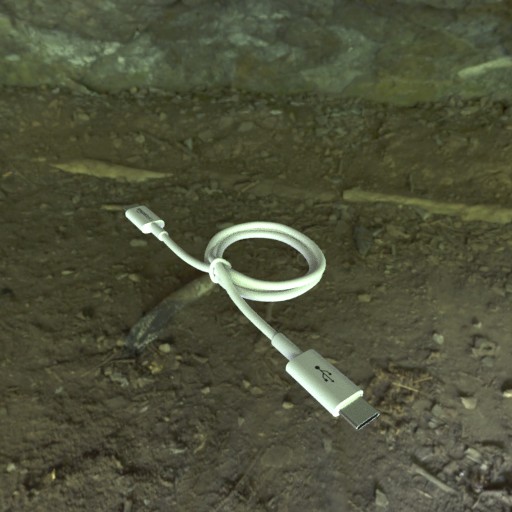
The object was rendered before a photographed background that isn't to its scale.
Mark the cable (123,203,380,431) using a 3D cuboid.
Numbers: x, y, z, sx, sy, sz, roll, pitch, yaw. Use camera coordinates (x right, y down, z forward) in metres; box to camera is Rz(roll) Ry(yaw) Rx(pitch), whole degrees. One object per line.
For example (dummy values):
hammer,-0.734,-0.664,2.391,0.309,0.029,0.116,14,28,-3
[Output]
cable,0.000,0.000,0.228,0.070,0.014,0.203,-21,37,-30
